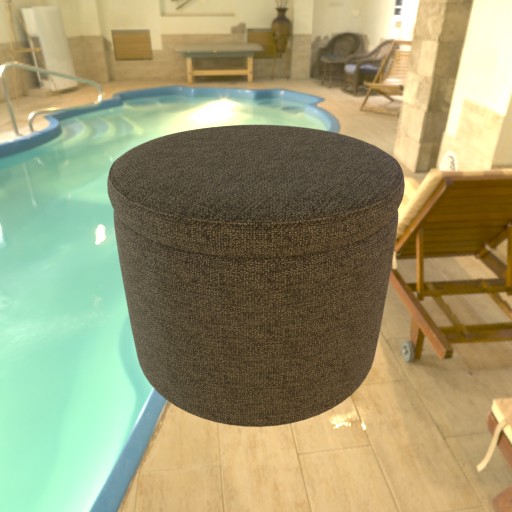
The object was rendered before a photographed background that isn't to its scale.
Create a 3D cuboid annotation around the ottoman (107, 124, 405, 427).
[{"bbox_3d":[0.000,0.000,0.890,0.520,0.430,0.520,0,30,0],"label":"ottoman"}]
